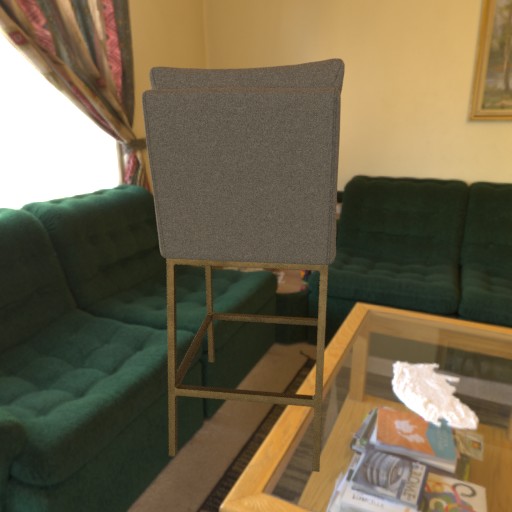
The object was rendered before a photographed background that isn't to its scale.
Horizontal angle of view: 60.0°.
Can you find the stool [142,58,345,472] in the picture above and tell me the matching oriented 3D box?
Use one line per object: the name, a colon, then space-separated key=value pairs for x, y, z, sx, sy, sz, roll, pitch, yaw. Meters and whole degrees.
stool: x=0.000 y=0.000 z=1.319 sx=0.463 sy=1.030 sz=0.569 roll=2 pitch=17 yaw=8
